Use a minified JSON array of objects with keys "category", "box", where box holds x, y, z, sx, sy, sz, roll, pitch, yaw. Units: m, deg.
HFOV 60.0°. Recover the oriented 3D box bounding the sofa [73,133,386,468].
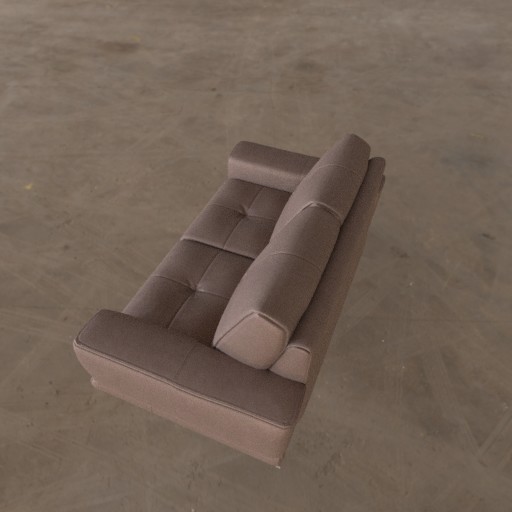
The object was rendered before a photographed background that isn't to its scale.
[{"category":"sofa","box":[0.000,0.000,2.381,1.018,0.907,1.806,17,48,16]}]
